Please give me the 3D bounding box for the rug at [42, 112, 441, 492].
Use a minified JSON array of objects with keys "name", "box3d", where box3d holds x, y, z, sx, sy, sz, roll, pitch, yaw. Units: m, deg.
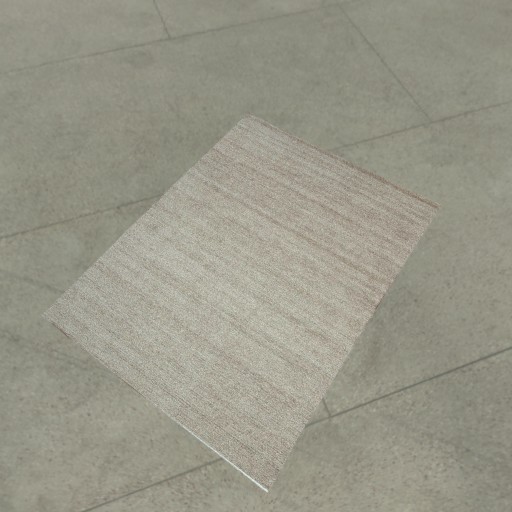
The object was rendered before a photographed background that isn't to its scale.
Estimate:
[{"name":"rug","box3d":[0.000,0.000,4.244,2.434,0.045,3.202,31,64,17]}]
